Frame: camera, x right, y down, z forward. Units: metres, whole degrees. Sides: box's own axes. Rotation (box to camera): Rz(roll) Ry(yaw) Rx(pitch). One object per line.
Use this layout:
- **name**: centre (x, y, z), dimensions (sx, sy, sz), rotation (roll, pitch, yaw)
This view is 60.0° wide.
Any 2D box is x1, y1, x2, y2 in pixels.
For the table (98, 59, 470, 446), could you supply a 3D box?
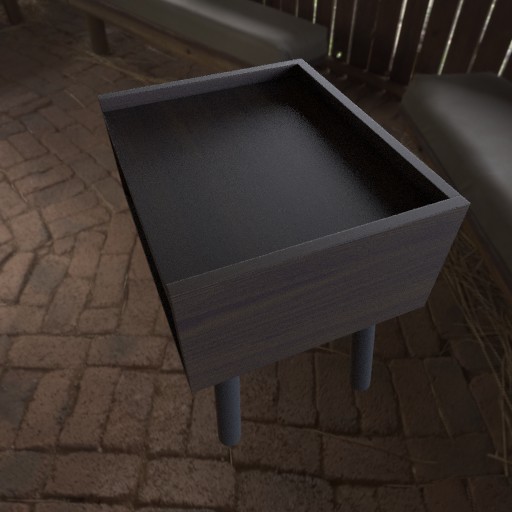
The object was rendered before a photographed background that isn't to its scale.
- **table**: centre (0.000, 0.000, 0.796), dimensions (0.370, 0.470, 0.450), rotation (-17, 49, -15)
